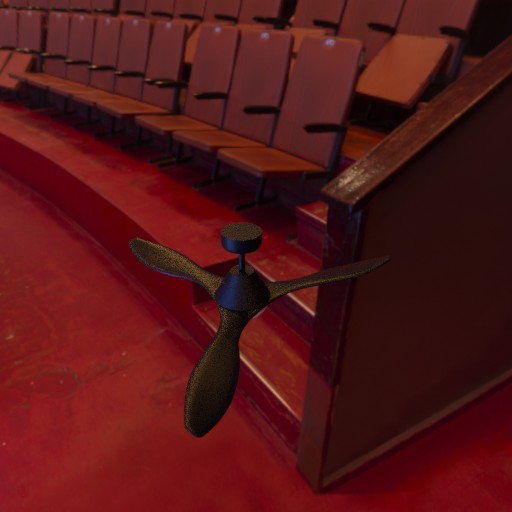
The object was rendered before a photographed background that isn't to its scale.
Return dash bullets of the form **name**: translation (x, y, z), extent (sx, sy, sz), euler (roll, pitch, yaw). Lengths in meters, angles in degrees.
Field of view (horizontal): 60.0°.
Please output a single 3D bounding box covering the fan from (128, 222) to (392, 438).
- **fan**: translation (0.000, 0.000, 1.641), extent (1.067, 0.305, 1.067), euler (-18, 34, -29)
